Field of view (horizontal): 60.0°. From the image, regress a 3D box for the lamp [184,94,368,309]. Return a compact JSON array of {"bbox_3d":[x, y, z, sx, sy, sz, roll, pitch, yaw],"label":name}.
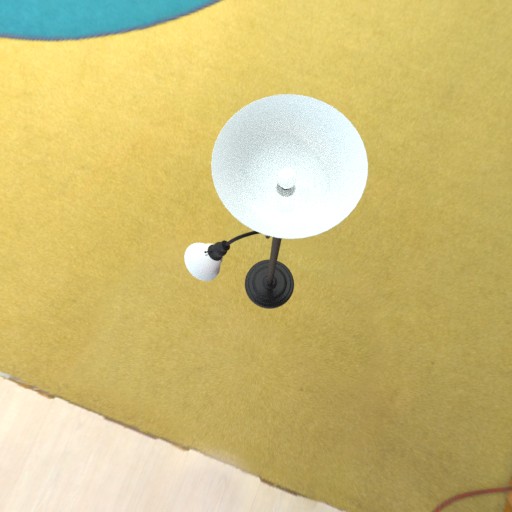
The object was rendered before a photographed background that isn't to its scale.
[{"bbox_3d":[0.000,0.000,2.010,0.588,1.793,0.405,-17,77,-4],"label":"lamp"}]
